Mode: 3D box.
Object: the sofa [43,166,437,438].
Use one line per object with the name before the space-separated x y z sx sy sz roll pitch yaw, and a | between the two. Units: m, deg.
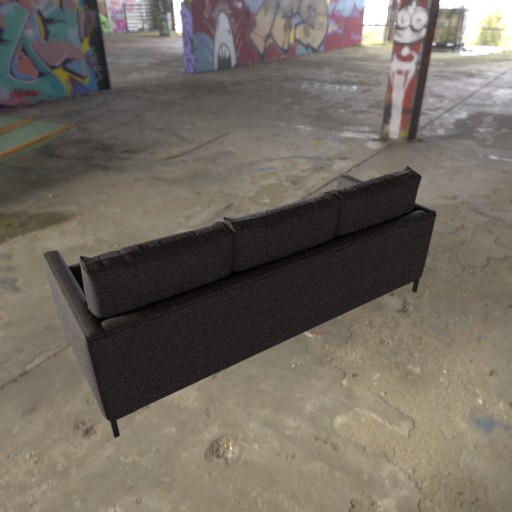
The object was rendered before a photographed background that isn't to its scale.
sofa | 0.000 0.000 2.706 2.253 0.882 0.876 -19 35 -29
